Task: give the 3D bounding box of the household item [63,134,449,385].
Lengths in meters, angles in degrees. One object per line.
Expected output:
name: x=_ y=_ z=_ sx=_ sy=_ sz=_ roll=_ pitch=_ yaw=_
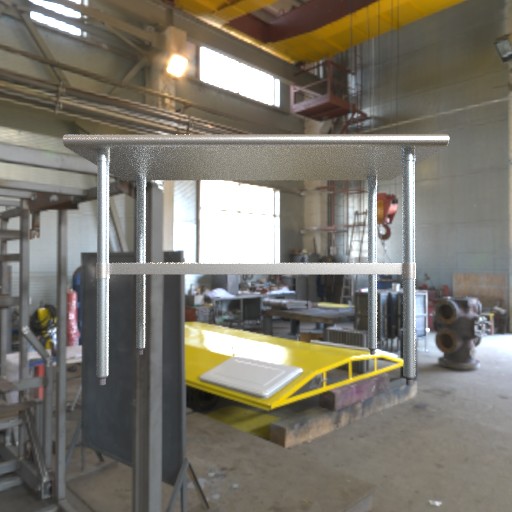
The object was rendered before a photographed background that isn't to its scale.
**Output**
household item: x=0.000 y=0.000 z=1.698 sx=1.219 sy=0.851 sz=0.610 roll=0 pitch=-1 yaw=0
